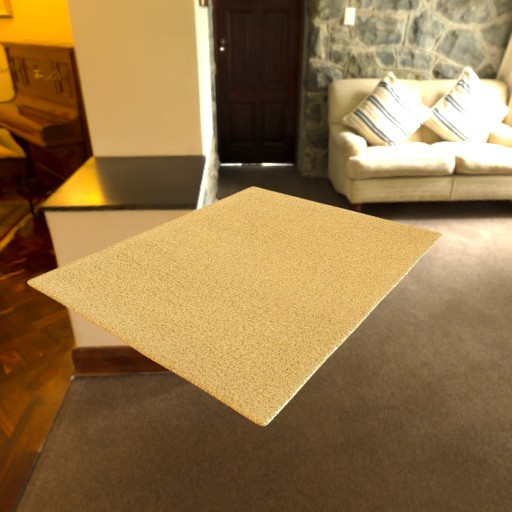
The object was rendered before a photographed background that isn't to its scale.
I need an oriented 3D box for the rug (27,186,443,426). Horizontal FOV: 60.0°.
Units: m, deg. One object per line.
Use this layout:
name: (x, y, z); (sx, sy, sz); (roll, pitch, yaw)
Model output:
rug: (0.000, 0.000, 4.062); (2.438, 0.029, 3.047); (19, 33, 33)
